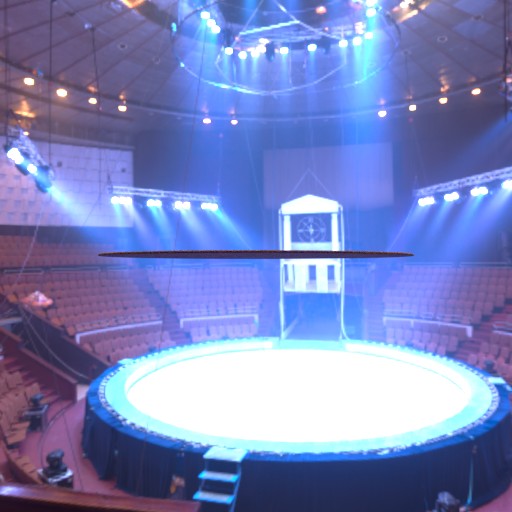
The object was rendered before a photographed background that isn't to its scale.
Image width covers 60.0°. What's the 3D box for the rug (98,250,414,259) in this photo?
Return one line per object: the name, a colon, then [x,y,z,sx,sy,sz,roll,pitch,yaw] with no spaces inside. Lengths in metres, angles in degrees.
rug: [0.000,0.000,3.545,2.382,0.014,2.382,0,-1,0]
